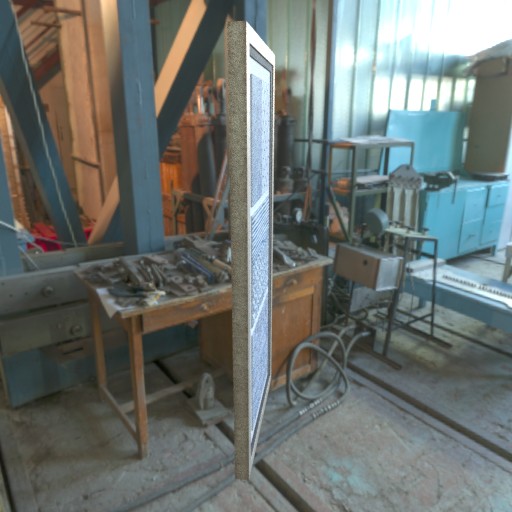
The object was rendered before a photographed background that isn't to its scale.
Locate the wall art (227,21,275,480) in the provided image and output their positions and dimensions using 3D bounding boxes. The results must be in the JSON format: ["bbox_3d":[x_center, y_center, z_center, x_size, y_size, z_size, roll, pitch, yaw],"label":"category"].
[{"bbox_3d":[0.000,0.000,1.659,0.051,1.461,0.648,3,17,8],"label":"wall art"}]
